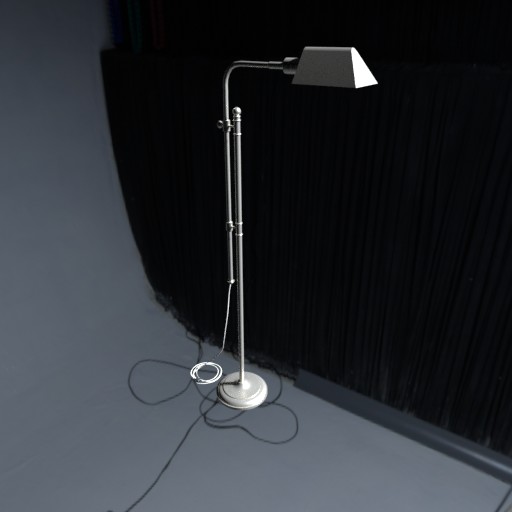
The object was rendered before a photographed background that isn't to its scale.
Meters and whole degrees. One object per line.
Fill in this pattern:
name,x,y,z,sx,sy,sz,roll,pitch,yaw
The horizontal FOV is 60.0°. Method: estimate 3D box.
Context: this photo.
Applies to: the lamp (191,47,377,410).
lamp,0.000,0.000,1.837,0.813,1.571,0.256,17,31,31
